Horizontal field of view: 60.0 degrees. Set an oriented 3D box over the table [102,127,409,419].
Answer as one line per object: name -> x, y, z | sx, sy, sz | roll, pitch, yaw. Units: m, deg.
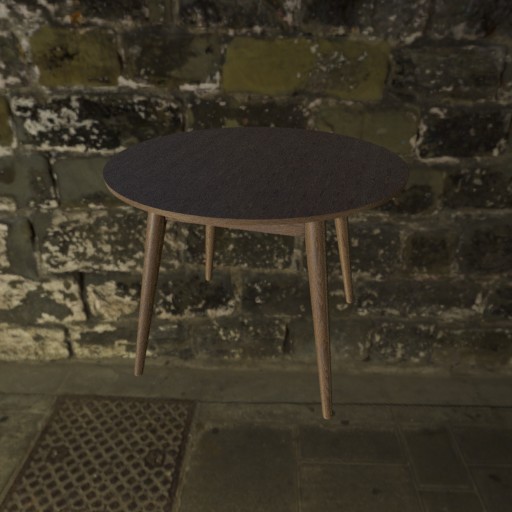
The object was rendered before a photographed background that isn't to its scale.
table -> 0.000, 0.000, 1.776 | 1.053, 0.786, 1.053 | 0, 29, 0
